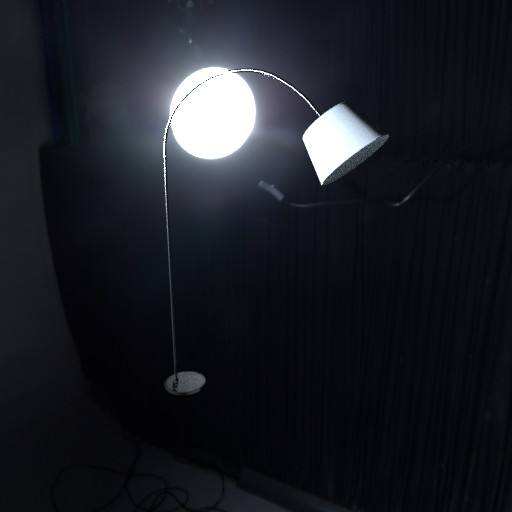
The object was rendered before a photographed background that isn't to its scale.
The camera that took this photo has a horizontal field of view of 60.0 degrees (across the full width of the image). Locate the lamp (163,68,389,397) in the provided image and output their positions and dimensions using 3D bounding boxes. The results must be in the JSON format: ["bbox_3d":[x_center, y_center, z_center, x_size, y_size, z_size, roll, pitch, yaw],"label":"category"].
[{"bbox_3d":[0.000,0.000,2.657,1.445,2.098,0.406,8,17,27],"label":"lamp"}]
